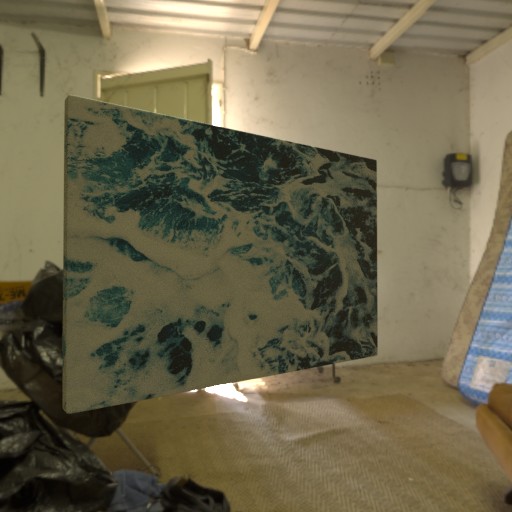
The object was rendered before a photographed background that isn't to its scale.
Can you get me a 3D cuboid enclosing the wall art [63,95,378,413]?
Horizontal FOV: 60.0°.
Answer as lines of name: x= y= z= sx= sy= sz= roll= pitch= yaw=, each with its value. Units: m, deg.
wall art: x=0.000 y=0.000 z=1.876 sx=1.524 sy=1.017 sz=0.055 roll=1 pitch=-1 yaw=-36
